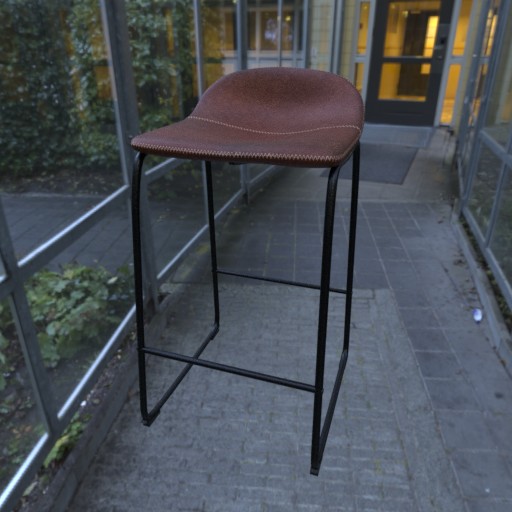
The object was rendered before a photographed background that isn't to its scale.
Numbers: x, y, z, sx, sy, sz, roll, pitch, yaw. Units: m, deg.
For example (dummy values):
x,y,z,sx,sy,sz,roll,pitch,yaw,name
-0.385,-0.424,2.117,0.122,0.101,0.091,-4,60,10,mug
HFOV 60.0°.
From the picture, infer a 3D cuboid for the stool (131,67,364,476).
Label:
x,y,z,sx,sy,sz,roll,pitch,yaw,name
0.000,0.000,1.081,0.454,0.830,0.473,9,27,17,stool
